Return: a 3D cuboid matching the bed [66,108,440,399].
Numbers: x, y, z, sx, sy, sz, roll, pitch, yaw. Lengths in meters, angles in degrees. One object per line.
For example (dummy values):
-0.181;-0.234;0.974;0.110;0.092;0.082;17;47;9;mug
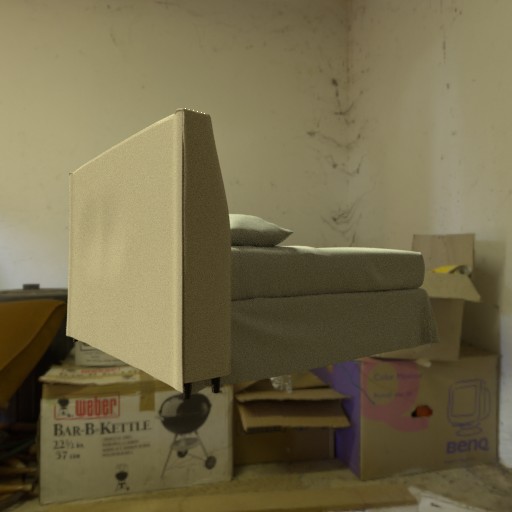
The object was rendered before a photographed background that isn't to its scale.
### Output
0.000;0.000;3.391;2.276;1.332;1.925;0;-1;-37;bed
